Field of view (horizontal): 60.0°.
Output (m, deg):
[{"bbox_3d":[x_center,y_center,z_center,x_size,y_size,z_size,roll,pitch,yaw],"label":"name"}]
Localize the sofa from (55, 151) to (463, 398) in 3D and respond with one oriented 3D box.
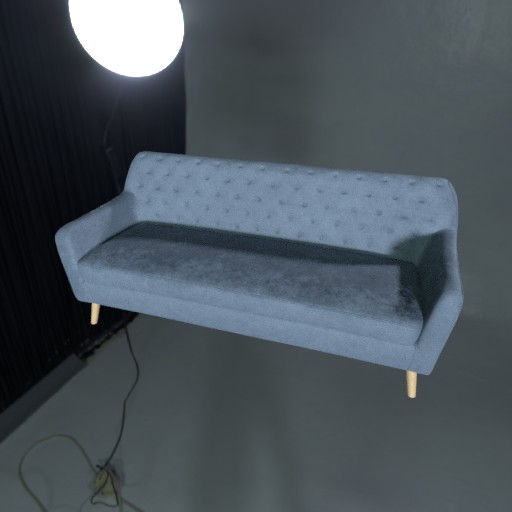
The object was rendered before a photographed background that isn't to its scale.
[{"bbox_3d":[0.000,0.000,2.377,1.975,0.832,0.841,9,28,17],"label":"sofa"}]
